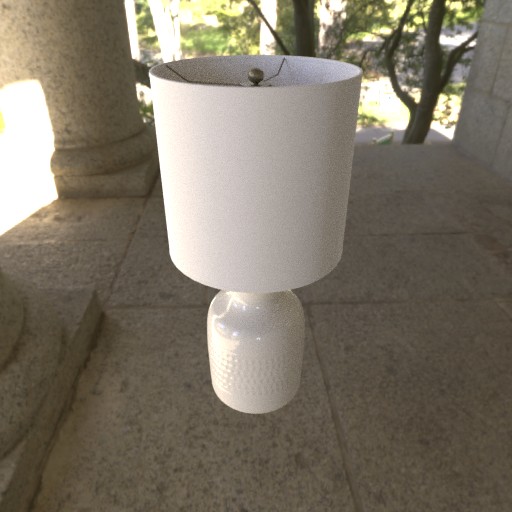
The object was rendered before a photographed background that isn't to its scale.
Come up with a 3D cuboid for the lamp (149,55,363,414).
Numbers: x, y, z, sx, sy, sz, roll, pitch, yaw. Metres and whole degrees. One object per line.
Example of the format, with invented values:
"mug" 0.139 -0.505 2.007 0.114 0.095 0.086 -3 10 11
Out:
"lamp" 0.000 0.000 0.497 0.188 0.392 0.188 -18 35 -27
